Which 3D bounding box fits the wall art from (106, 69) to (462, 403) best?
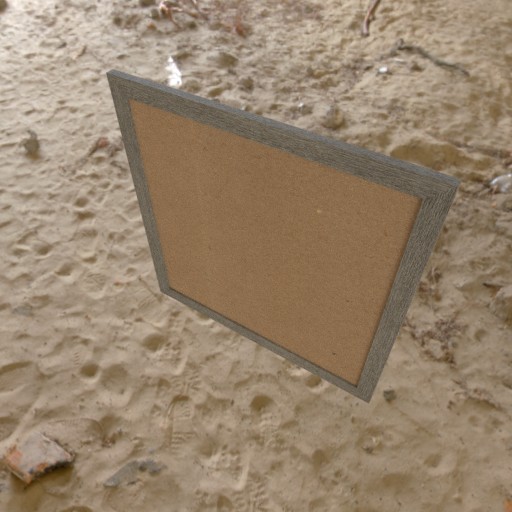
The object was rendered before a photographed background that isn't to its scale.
[{"bbox_3d":[0.000,0.000,1.002,0.685,0.685,0.020,24,51,21],"label":"wall art"}]
